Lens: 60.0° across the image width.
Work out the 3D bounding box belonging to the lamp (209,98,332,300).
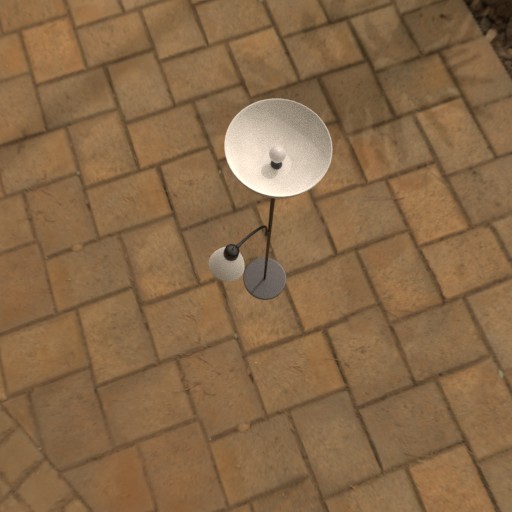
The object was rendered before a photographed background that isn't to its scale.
[{"bbox_3d":[0.000,0.000,1.966,0.279,1.804,0.442,40,80,9],"label":"lamp"}]
